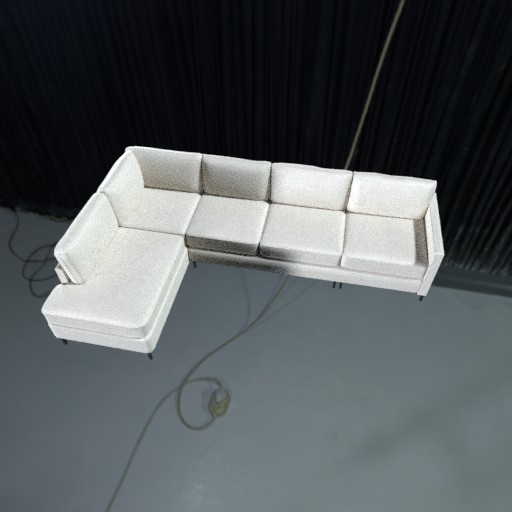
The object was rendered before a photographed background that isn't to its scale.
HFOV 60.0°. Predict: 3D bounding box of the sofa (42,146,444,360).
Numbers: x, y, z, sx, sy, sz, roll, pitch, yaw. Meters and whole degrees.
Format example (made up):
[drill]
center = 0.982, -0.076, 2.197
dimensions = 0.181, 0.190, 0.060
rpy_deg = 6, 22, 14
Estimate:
[sofa]
center = 0.000, 0.000, 4.262
dimensions = 3.384, 0.996, 2.048
rpy_deg = 8, 47, 7
